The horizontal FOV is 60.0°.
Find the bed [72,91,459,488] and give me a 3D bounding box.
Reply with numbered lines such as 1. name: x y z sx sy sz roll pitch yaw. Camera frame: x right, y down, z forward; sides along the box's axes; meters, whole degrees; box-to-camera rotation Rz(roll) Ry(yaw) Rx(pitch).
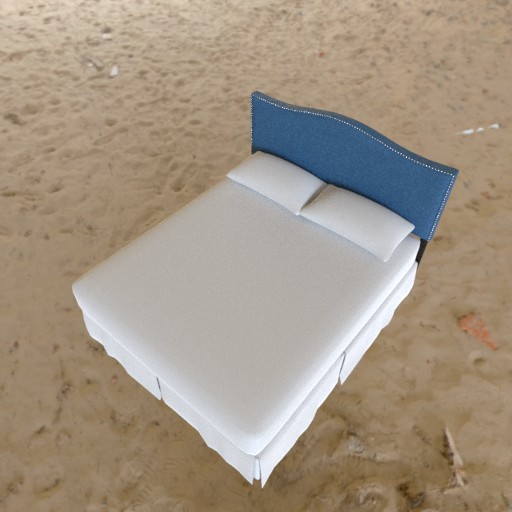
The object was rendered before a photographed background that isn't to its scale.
1. bed: 0.000 0.000 2.840 1.610 1.169 1.872 31 54 26
